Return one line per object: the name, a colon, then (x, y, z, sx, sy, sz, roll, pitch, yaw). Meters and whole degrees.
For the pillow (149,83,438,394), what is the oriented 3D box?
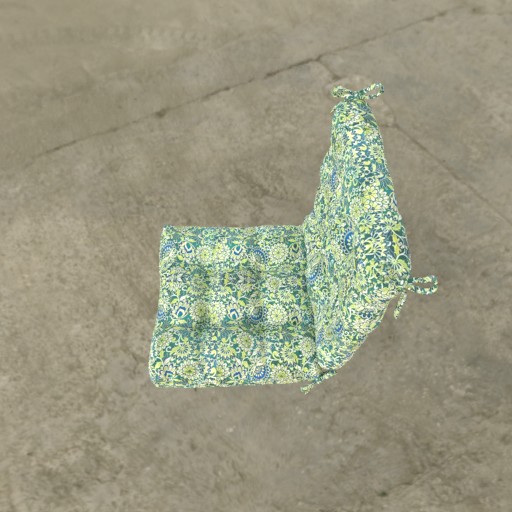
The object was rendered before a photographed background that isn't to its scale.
pillow: (0.000, 0.000, 1.059, 0.571, 0.605, 0.519, -2, 59, -1)
